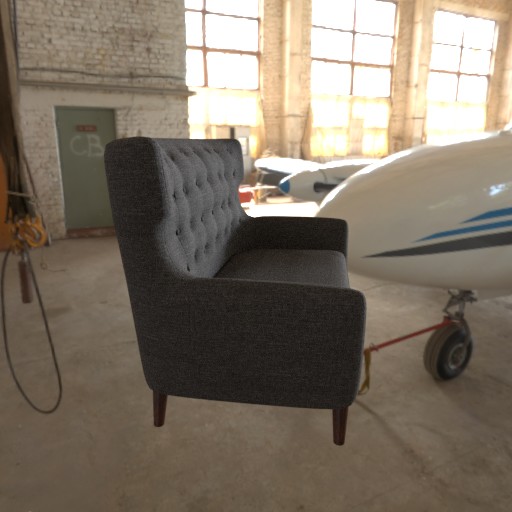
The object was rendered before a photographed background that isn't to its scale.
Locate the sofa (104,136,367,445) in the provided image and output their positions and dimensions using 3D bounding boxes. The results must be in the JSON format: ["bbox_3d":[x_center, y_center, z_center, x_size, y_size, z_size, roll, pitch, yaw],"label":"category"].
[{"bbox_3d":[0.000,0.000,1.993,0.874,1.028,1.358,2,15,9],"label":"sofa"}]
